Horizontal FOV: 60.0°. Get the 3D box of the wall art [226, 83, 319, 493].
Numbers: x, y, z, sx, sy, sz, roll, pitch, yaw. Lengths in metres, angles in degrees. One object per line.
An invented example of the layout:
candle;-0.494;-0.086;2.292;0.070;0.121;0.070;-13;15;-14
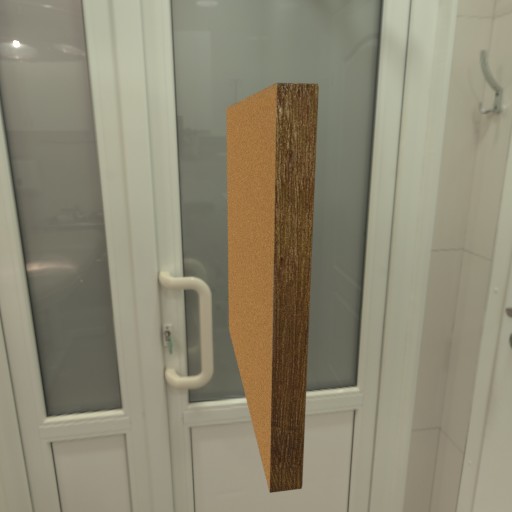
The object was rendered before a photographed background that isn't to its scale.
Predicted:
wall art;0.000;0.000;0.605;0.039;0.403;0.406;-3;16;-9
